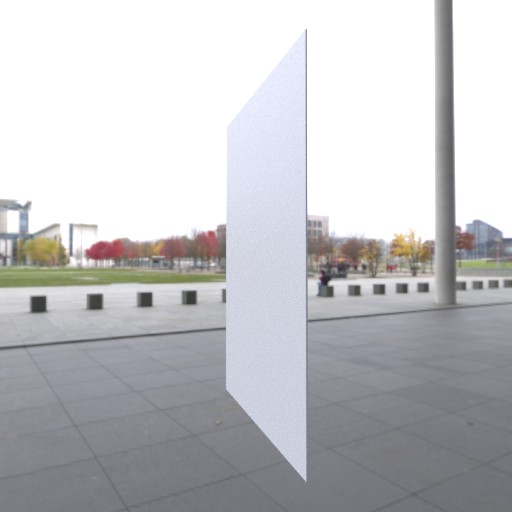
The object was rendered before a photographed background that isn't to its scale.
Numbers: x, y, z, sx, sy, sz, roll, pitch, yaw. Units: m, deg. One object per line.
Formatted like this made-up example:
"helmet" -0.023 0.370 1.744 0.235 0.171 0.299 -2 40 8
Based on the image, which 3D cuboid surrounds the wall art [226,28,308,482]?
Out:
"wall art" 0.000 0.000 0.814 0.003 0.610 0.457 0 -1 -17
